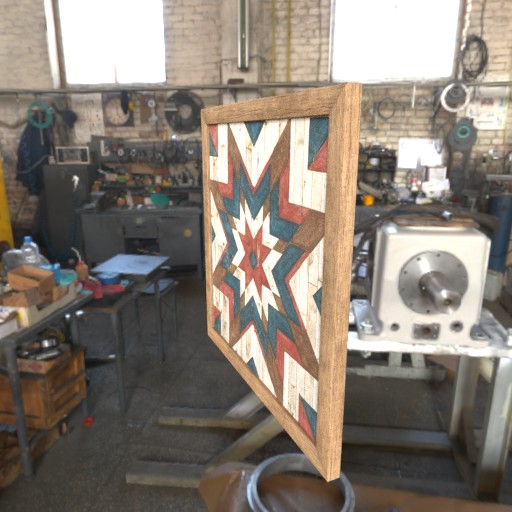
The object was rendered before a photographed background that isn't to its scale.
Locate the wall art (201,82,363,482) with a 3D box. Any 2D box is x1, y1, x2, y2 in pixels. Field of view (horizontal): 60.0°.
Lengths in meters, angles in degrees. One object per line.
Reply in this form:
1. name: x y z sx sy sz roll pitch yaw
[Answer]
1. wall art: 0.000 0.000 1.039 0.029 0.691 0.695 -7 16 -24
